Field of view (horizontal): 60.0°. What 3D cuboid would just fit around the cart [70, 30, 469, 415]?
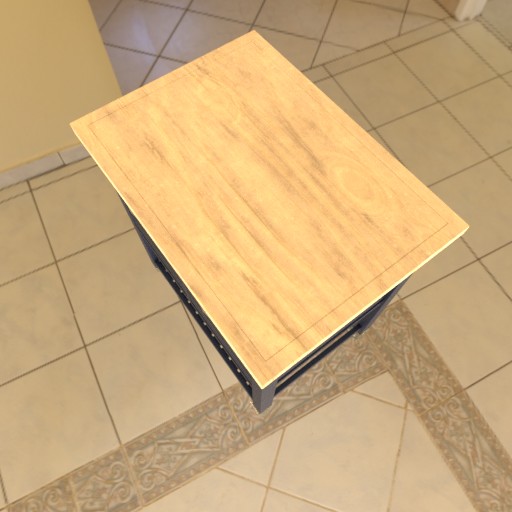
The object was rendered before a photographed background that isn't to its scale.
[{"bbox_3d":[0.000,0.000,1.444,0.567,0.920,0.797,-34,69,-15],"label":"cart"}]
